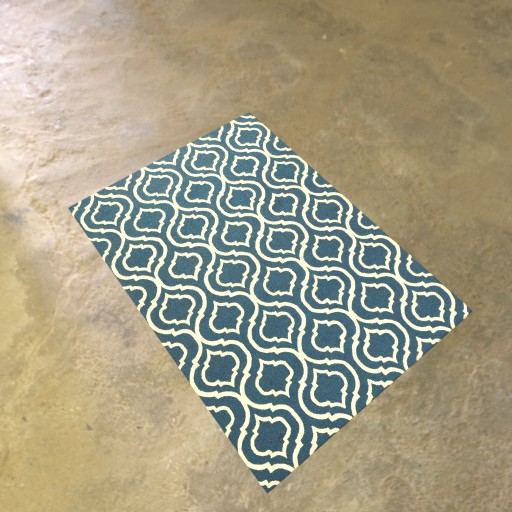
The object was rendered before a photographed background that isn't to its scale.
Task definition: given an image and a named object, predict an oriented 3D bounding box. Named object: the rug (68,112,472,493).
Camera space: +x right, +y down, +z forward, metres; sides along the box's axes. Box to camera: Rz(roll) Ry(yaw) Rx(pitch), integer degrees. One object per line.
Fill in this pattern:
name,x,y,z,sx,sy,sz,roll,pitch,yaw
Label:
rug,0.000,0.000,2.762,1.524,0.010,2.134,-34,64,-19
